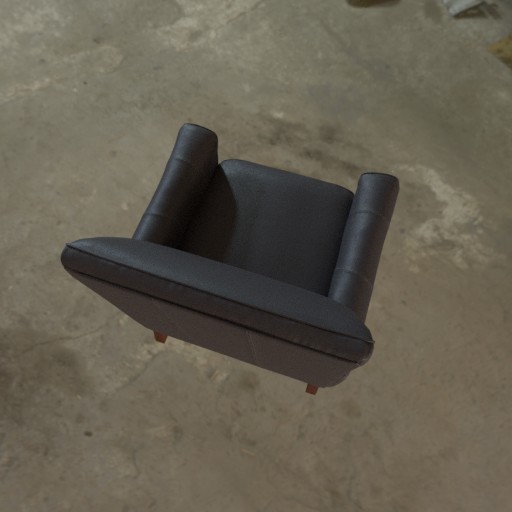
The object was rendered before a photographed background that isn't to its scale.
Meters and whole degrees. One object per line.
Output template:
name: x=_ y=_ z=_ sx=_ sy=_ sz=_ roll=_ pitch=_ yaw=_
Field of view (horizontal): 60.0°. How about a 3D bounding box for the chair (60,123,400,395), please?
chair: x=0.000 y=0.000 z=1.647 sx=0.870 sy=0.943 sz=0.825 roll=17 pitch=64 yaw=8
